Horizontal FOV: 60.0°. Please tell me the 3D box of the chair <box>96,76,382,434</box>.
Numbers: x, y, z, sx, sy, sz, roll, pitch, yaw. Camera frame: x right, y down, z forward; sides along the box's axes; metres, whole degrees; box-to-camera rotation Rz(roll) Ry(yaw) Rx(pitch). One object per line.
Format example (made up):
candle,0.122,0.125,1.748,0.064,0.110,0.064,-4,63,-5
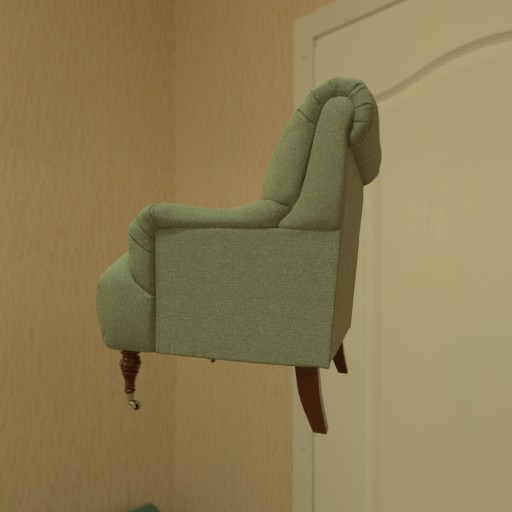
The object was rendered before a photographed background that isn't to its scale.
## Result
chair,0.000,0.000,1.964,1.060,1.178,0.964,0,0,17
